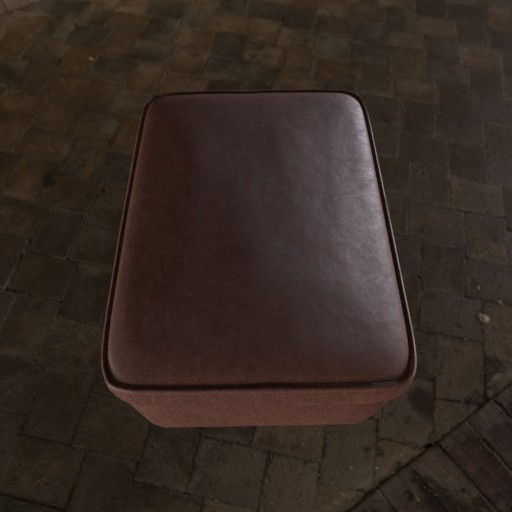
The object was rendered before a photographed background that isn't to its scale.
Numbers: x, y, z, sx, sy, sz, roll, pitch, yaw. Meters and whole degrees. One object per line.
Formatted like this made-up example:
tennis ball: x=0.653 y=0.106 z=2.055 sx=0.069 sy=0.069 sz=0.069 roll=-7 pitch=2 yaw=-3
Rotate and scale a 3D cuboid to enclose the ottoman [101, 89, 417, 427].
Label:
ottoman: x=0.000 y=0.000 z=1.066 sx=0.548 sy=0.449 sz=0.749 roll=-1 pitch=59 yaw=0
